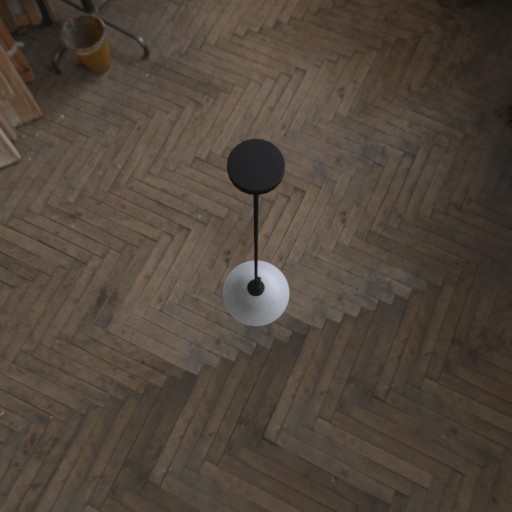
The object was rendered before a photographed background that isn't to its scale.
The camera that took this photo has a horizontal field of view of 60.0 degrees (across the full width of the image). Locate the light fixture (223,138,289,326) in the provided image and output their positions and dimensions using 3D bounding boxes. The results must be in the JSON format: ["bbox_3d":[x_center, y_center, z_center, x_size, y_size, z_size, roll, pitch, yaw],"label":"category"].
[{"bbox_3d":[0.000,0.000,1.508,0.324,1.337,0.324,31,77,8],"label":"light fixture"}]
